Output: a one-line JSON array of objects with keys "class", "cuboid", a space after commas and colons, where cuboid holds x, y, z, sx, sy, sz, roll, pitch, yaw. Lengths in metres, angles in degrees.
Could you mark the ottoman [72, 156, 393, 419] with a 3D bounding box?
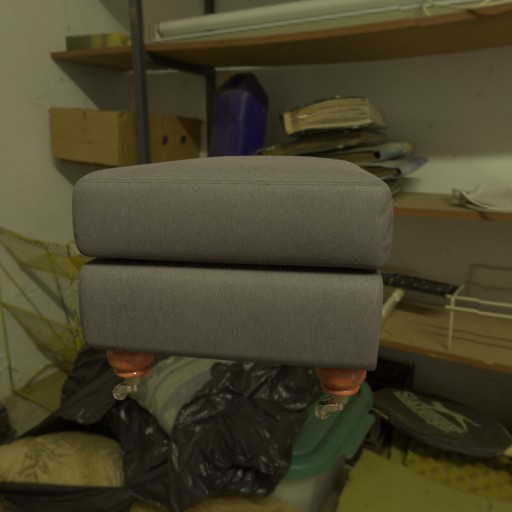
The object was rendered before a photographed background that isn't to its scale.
[{"class": "ottoman", "cuboid": [0.000, 0.000, 1.129, 0.574, 0.497, 0.773, 2, 14, 9]}]
